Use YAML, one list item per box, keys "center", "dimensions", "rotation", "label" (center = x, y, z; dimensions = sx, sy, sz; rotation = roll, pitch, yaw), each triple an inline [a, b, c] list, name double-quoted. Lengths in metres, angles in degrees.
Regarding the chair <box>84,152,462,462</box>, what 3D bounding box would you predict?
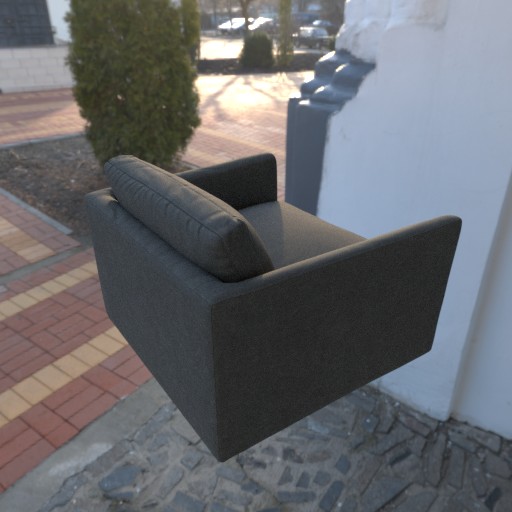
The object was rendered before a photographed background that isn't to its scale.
- center: [0.000, 0.000, 1.898]
  dimensions: [1.091, 0.845, 1.190]
  rotation: [-19, 33, -32]
  label: "chair"
